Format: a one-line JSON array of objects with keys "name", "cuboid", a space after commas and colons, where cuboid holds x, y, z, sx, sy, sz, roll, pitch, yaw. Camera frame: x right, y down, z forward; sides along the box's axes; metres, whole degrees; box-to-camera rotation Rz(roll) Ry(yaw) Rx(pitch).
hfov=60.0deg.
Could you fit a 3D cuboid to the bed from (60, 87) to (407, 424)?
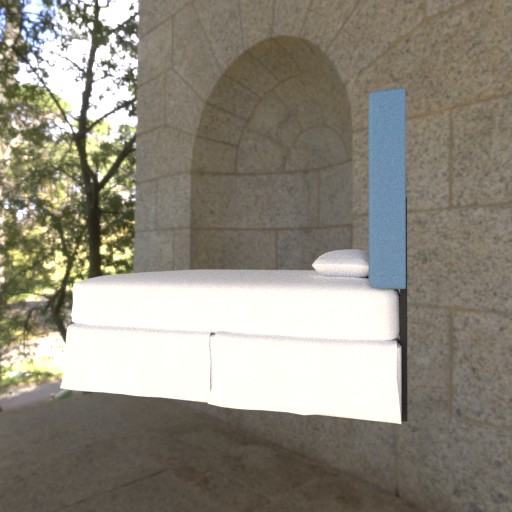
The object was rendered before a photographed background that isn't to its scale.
[{"name": "bed", "cuboid": [0.000, 0.000, 3.251, 2.078, 1.665, 1.719, 0, 0, 18]}]
